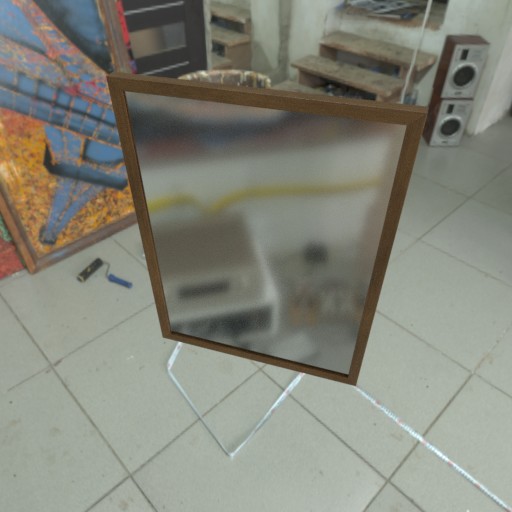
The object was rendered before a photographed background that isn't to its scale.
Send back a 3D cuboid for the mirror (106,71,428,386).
[{"bbox_3d":[0.000,0.000,1.358,0.762,1.016,0.040,11,42,13],"label":"mirror"}]
